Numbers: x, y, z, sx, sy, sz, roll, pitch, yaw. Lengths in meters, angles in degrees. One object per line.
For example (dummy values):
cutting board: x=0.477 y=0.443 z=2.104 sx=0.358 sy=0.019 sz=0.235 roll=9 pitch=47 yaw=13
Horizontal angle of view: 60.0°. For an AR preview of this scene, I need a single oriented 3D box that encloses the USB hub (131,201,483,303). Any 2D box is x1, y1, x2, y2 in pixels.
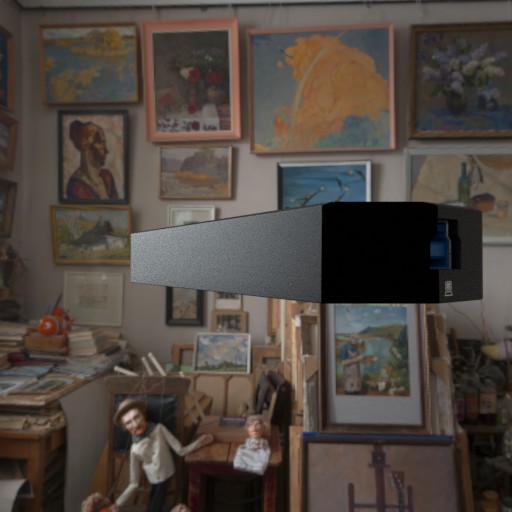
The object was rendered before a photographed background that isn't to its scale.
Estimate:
USB hub: x=0.000 y=0.000 z=0.160 sx=0.044 sy=0.023 sz=0.145 roll=1 pitch=-1 yaw=-35
